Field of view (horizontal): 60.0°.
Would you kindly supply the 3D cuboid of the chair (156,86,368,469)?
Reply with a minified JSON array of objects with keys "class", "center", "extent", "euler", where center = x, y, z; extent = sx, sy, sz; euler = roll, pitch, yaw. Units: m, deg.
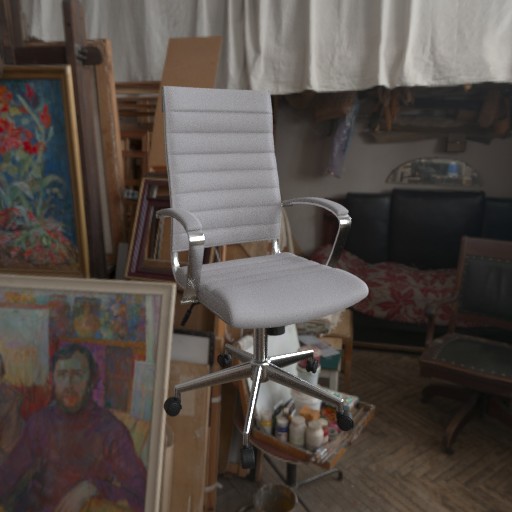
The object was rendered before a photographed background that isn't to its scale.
[{"class":"chair","center":[0.000,0.000,1.554],"extent":[0.679,1.149,0.667],"euler":[-8,18,-27]}]
